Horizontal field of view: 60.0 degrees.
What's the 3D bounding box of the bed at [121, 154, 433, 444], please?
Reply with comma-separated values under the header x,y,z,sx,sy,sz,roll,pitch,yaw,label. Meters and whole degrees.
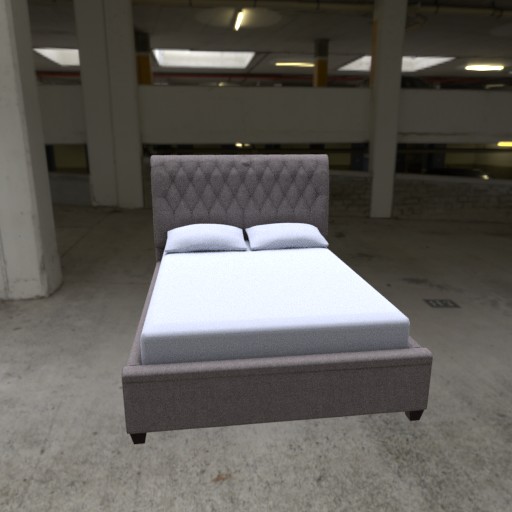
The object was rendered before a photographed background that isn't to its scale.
x,y,z,sx,sy,sz,roll,pitch,yaw,label
0.000,0.000,3.276,1.645,1.371,2.252,-2,15,-7,bed
